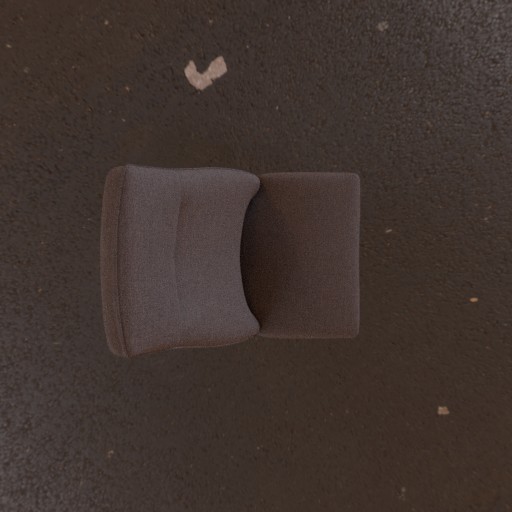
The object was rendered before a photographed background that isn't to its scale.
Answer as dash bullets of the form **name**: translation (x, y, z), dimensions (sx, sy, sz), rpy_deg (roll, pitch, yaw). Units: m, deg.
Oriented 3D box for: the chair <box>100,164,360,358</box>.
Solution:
- **chair**: translation (0.000, 0.000, 1.302), dimensions (0.620, 0.930, 0.500), rpy_deg (0, 91, -1)
